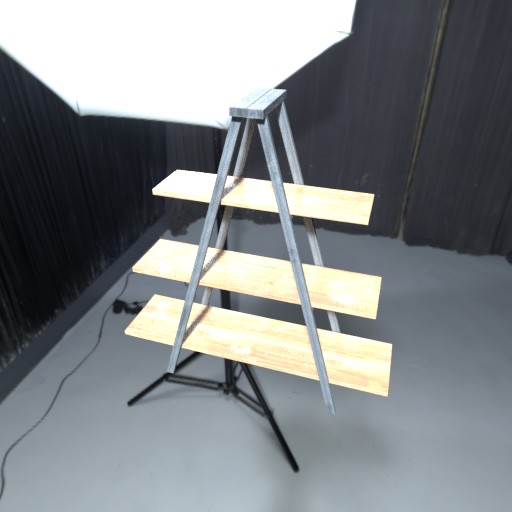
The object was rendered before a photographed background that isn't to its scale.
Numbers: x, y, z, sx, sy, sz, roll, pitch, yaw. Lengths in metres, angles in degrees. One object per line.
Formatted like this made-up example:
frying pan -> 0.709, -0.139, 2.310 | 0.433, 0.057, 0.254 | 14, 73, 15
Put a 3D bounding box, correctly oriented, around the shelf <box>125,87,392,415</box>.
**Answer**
shelf -> 0.000, 0.000, 2.618 | 1.746, 1.808, 0.508 | 10, 34, 15
